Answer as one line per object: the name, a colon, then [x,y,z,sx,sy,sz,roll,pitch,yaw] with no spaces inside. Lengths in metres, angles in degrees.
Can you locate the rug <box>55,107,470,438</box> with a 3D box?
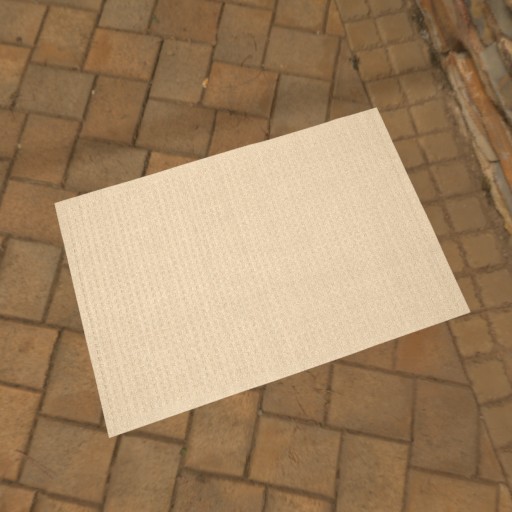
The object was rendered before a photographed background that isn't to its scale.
rug: [0.000,0.000,2.825,2.289,0.006,1.523,-18,75,-5]
